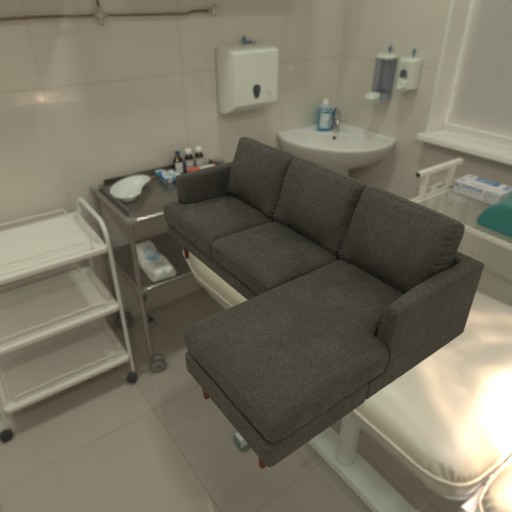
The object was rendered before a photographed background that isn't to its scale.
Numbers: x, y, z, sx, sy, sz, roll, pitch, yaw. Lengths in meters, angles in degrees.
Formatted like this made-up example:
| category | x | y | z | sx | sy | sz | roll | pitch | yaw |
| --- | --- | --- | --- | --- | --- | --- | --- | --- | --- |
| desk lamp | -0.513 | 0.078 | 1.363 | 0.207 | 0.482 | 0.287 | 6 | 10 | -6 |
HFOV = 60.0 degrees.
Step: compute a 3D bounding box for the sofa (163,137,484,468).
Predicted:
| category | x | y | z | sx | sy | sz | roll | pitch | yaw |
| --- | --- | --- | --- | --- | --- | --- | --- | --- | --- |
| sofa | 0.000 | 0.000 | 2.931 | 1.504 | 0.956 | 2.233 | -21 | 37 | -31 |
